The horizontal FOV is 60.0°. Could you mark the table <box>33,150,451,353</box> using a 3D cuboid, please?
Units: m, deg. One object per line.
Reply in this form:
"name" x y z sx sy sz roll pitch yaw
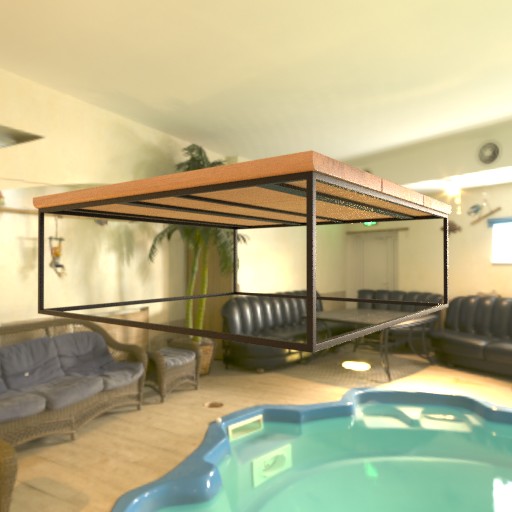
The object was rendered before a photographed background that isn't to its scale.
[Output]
"table" 0.000 0.000 1.636 1.100 0.400 1.100 0 -1 37
